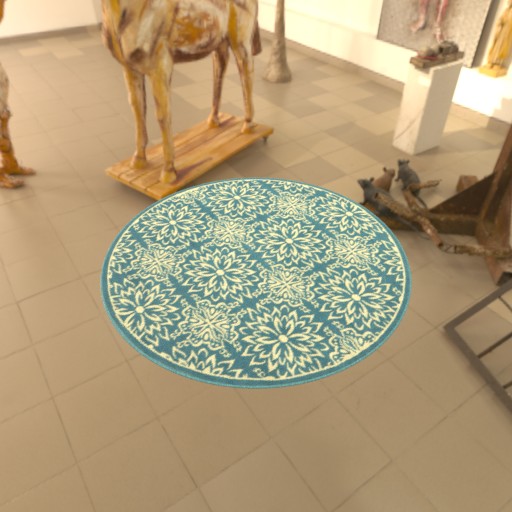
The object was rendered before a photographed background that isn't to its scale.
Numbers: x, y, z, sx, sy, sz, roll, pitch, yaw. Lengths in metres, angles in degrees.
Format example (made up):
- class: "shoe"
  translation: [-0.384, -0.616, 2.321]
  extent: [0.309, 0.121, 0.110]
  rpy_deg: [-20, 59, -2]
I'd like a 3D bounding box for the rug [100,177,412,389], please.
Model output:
- class: "rug"
  translation: [0.000, 0.000, 2.346]
  extent: [1.593, 0.012, 1.593]
  rpy_deg: [0, 41, 0]
